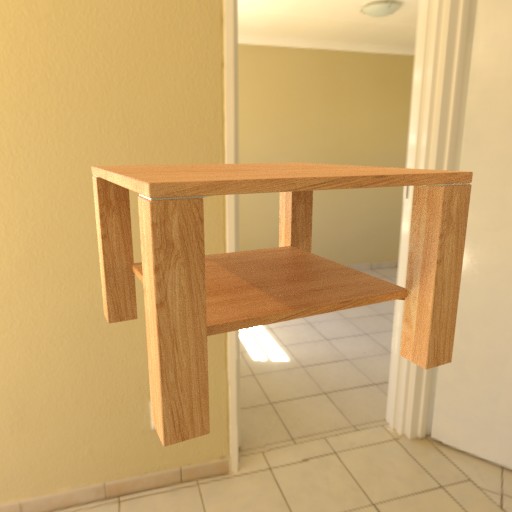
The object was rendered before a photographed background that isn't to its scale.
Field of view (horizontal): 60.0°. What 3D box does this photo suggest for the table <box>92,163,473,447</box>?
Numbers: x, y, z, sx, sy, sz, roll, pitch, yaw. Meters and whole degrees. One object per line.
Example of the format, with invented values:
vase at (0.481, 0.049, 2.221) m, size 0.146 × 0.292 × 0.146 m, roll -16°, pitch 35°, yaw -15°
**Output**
table at (0.000, 0.000, 1.162) m, size 0.700 × 0.450 × 0.700 m, roll -7°, pitch 15°, yaw -26°
